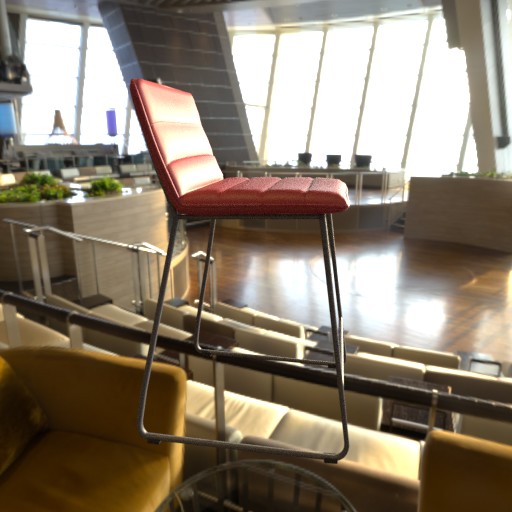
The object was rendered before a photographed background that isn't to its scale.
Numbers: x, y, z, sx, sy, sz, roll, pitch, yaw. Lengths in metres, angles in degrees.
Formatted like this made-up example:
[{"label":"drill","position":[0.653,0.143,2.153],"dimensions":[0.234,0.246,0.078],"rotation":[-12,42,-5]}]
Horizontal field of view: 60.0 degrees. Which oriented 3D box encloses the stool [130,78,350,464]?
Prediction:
[{"label":"stool","position":[0.000,0.000,1.188],"dimensions":[0.524,0.866,0.489],"rotation":[3,15,10]}]
